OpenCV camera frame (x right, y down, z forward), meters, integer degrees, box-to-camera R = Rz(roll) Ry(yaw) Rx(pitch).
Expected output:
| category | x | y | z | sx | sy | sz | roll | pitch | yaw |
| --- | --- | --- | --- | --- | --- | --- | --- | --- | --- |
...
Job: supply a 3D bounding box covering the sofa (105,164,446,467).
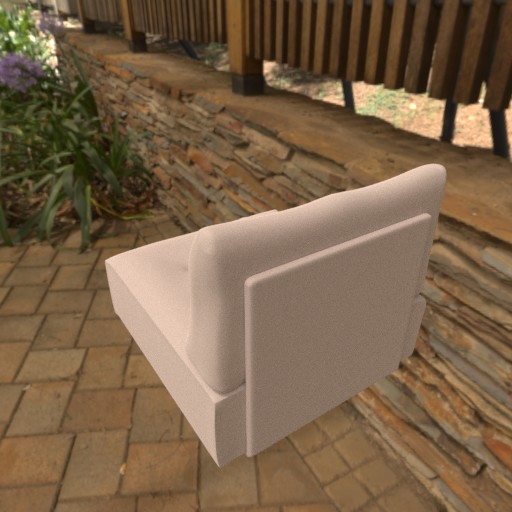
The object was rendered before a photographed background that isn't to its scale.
| category | x | y | z | sx | sy | sz | roll | pitch | yaw |
| --- | --- | --- | --- | --- | --- | --- | --- | --- | --- |
| sofa | 0.000 | 0.000 | 1.747 | 0.935 | 0.828 | 1.000 | -19 | 35 | -29 |
